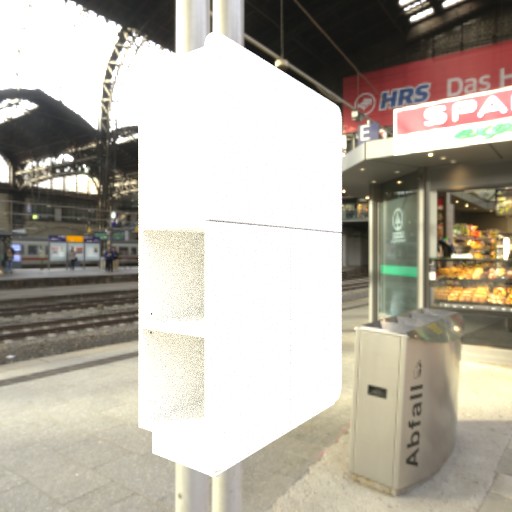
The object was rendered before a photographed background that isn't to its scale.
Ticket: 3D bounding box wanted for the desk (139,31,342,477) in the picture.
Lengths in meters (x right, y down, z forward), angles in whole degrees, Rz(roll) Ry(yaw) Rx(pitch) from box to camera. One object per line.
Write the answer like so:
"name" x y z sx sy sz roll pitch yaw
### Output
"desk" 0.000 0.000 1.544 0.278 1.190 0.795 0 0 36
